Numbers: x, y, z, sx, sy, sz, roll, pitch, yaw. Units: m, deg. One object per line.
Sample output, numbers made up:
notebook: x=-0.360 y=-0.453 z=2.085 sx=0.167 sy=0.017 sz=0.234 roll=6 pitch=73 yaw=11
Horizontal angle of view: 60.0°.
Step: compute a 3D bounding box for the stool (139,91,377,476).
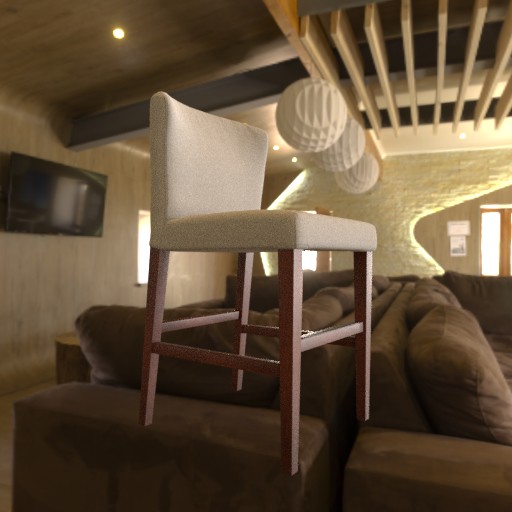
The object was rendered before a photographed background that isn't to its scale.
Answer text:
stool: x=0.000 y=0.000 z=1.298 sx=0.568 sy=0.968 sz=0.479 roll=0 pitch=0 yaw=37
